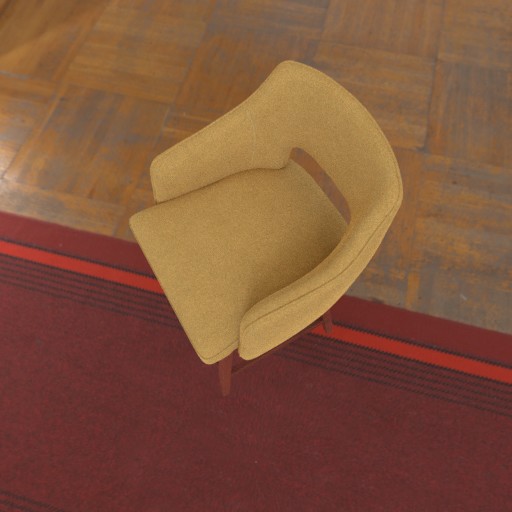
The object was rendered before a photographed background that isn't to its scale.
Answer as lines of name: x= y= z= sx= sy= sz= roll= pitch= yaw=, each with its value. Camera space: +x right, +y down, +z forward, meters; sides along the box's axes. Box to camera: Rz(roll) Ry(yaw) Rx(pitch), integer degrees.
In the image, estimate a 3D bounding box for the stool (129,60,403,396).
stool: x=0.000 y=0.000 z=1.295 sx=0.558 sy=0.924 sz=0.548 roll=-28 pitch=68 yaw=-12
